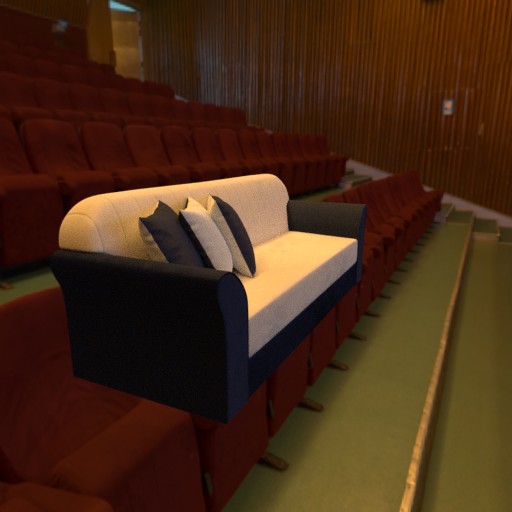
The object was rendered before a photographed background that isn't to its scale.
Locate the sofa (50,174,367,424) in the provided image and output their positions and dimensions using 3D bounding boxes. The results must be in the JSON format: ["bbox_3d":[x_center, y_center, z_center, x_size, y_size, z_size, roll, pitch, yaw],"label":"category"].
[{"bbox_3d":[0.000,0.000,2.422,0.749,0.789,2.006,7,15,26],"label":"sofa"}]
